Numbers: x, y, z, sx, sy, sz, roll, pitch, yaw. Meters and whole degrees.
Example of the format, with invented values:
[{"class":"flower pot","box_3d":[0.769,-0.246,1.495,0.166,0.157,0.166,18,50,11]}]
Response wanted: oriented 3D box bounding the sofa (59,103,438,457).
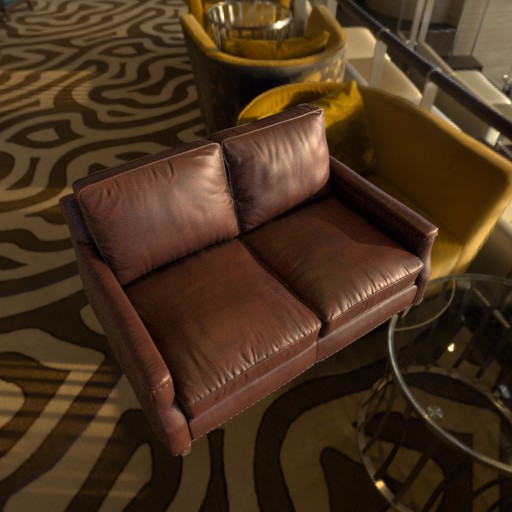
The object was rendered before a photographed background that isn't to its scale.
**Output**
[{"class":"sofa","box_3d":[0.000,0.000,2.281,1.628,1.003,1.083,-25,50,-23]}]
